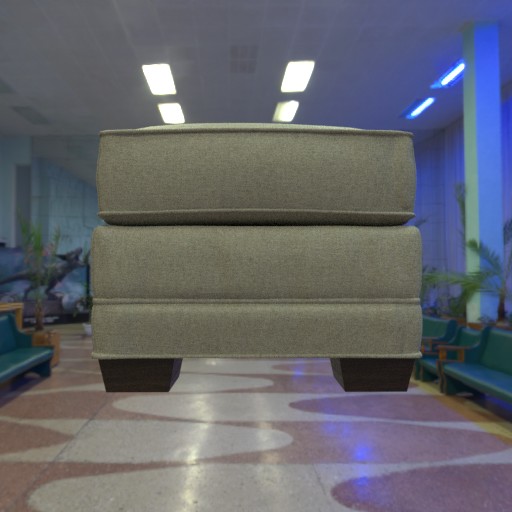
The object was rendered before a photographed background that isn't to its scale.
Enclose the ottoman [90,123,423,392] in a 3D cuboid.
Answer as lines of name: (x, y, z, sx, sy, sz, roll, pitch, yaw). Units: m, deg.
ottoman: (0.000, 0.000, 1.186, 0.611, 0.508, 0.848, 0, -2, 0)
